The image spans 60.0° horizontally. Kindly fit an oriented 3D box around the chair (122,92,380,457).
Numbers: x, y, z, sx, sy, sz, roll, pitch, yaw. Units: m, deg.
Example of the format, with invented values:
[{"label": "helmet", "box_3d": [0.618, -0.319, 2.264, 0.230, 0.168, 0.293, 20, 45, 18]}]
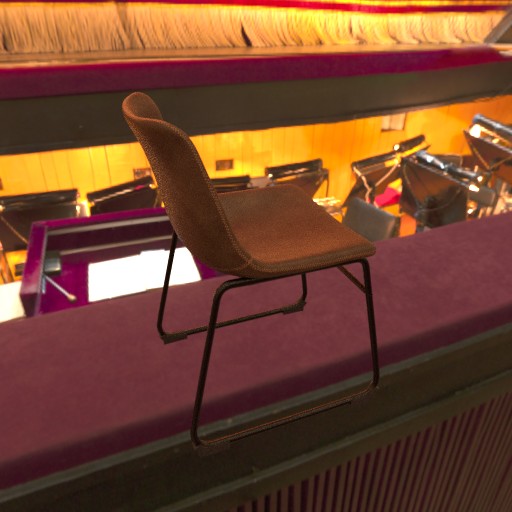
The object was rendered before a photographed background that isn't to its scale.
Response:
[{"label": "chair", "box_3d": [0.000, 0.000, 1.134, 0.551, 0.780, 0.460, -11, 32, -18]}]
